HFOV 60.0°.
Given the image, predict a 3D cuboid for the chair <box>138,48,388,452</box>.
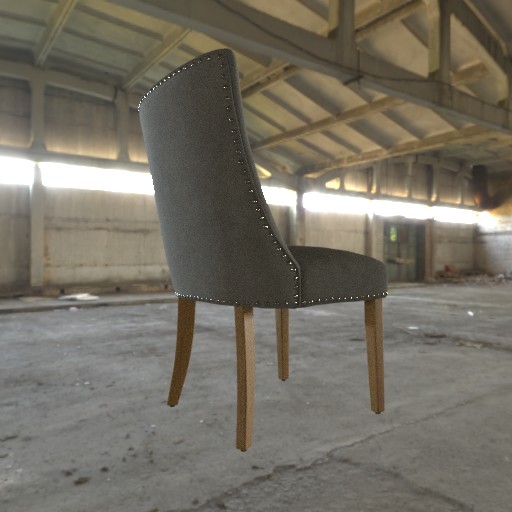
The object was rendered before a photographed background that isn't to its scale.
[{"bbox_3d":[0.000,0.000,1.280,0.610,0.902,0.495,0,0,-36],"label":"chair"}]
